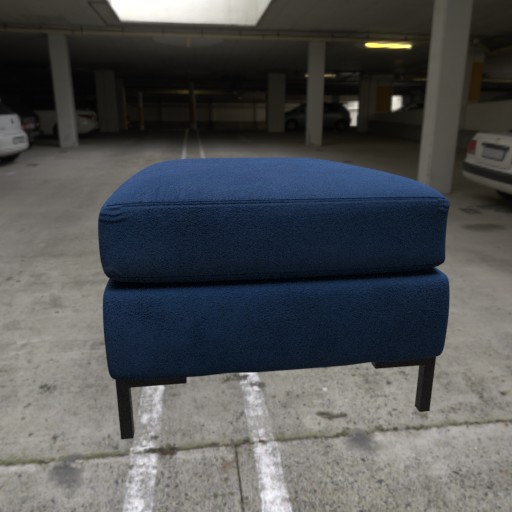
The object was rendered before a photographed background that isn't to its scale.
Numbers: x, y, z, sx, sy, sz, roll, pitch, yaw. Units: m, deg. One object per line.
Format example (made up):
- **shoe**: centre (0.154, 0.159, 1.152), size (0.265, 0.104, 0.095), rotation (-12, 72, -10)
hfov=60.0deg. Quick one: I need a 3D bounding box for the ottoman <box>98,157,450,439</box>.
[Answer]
- **ottoman**: centre (0.000, 0.000, 1.158), size (0.655, 0.485, 0.794), rotation (-2, 16, -8)
